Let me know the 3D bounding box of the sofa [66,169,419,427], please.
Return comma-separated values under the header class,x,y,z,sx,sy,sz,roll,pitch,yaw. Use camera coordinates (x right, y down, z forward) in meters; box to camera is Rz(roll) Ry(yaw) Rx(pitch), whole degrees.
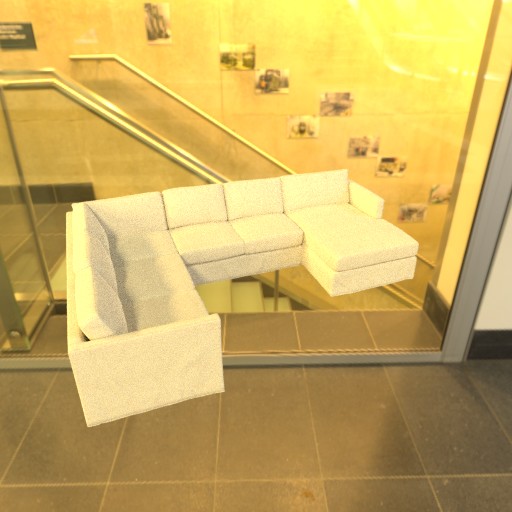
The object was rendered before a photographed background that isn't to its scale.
class,x,y,z,sx,sy,sz,roll,pitch,yaw
sofa,0.000,0.000,4.430,3.460,0.882,2.427,-10,30,-18
